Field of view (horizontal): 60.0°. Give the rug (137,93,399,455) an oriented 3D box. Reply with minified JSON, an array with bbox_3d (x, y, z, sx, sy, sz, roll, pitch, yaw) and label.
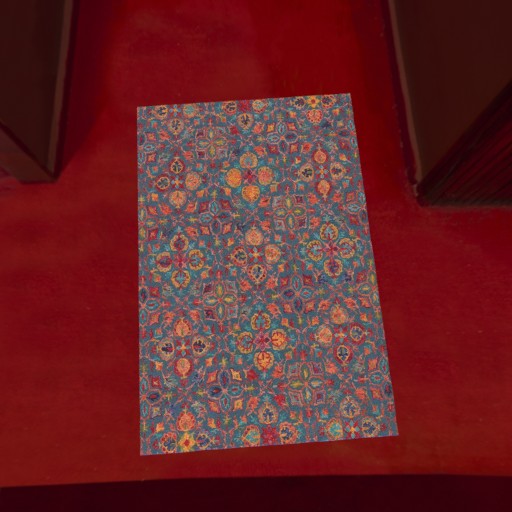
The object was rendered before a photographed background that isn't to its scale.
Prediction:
[{"bbox_3d":[0.000,0.000,2.300,1.216,0.014,1.836,-4,76,-1],"label":"rug"}]
